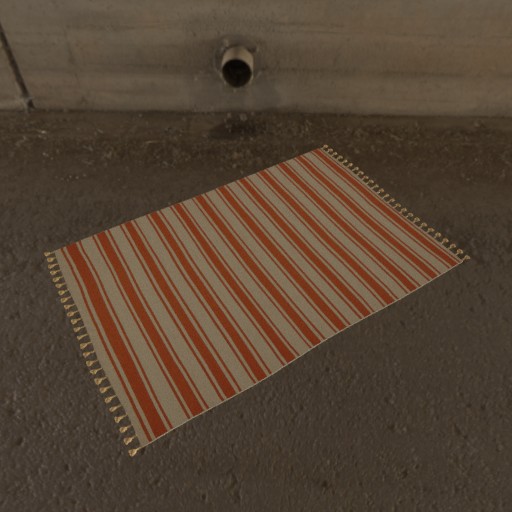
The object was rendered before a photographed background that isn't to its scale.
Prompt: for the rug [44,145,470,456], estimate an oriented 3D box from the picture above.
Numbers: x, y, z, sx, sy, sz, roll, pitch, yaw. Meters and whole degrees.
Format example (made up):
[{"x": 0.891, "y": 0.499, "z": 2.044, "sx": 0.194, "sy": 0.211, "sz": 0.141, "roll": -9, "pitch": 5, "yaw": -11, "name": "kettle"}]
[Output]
[{"x": 0.000, "y": 0.000, "z": 2.980, "sx": 2.433, "sy": 0.022, "sz": 1.556, "roll": -25, "pitch": 53, "yaw": -21, "name": "rug"}]
